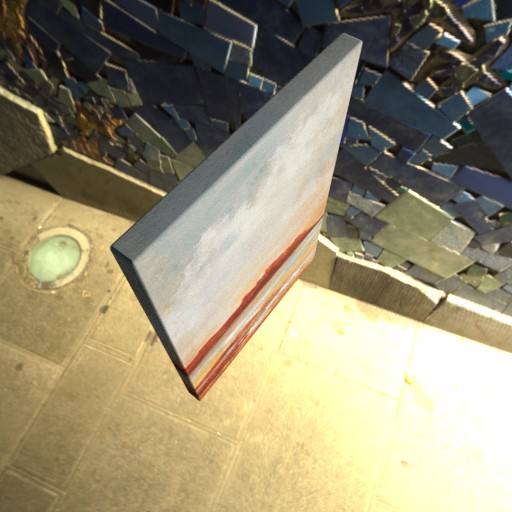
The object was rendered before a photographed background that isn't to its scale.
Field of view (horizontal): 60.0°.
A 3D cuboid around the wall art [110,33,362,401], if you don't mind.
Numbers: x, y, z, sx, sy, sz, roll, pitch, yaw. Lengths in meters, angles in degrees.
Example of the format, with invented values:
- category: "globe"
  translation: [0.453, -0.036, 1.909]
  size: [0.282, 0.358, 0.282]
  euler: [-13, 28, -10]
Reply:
- category: "wall art"
  translation: [0.000, 0.000, 0.786]
  size: [0.035, 0.605, 0.443]
  euler: [33, 65, 18]
